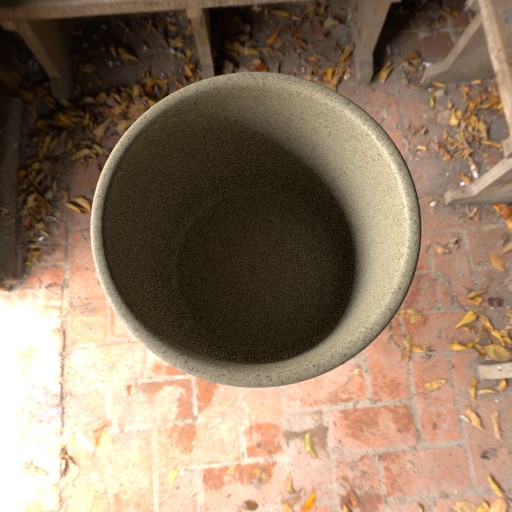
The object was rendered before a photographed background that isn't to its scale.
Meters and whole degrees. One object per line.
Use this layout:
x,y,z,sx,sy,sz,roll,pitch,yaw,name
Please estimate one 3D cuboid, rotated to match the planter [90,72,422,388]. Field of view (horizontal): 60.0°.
0.000,0.000,0.417,0.227,0.235,0.227,0,76,0,planter
